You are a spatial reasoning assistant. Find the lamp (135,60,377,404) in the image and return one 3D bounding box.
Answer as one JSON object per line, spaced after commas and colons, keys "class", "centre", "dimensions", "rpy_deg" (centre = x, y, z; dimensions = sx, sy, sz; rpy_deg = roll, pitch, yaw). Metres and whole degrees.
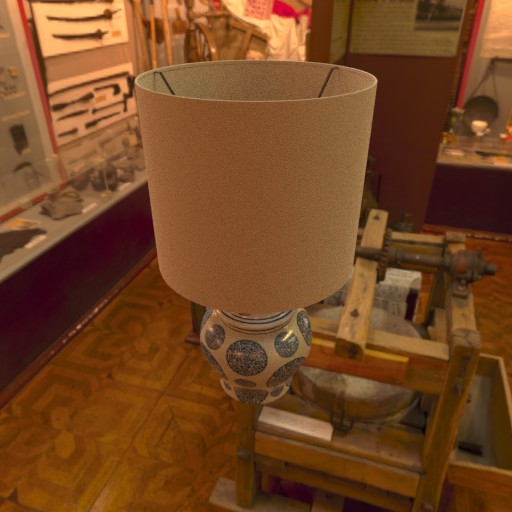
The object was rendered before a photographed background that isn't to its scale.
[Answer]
{"class": "lamp", "centre": [0.000, 0.000, 0.500], "dimensions": [0.215, 0.381, 0.215], "rpy_deg": [10, 33, 17]}
